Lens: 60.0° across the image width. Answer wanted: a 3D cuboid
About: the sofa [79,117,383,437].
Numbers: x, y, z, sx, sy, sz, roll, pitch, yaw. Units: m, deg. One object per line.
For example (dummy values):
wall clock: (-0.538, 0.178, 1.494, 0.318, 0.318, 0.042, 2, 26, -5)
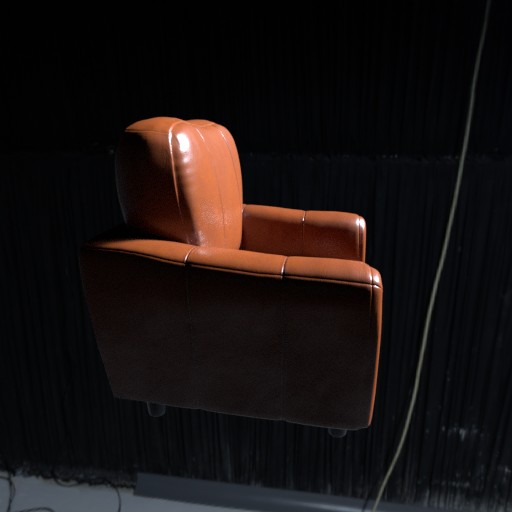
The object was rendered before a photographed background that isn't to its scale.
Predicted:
sofa: (0.000, 0.000, 1.476, 0.789, 0.876, 0.836, 3, 16, 10)
